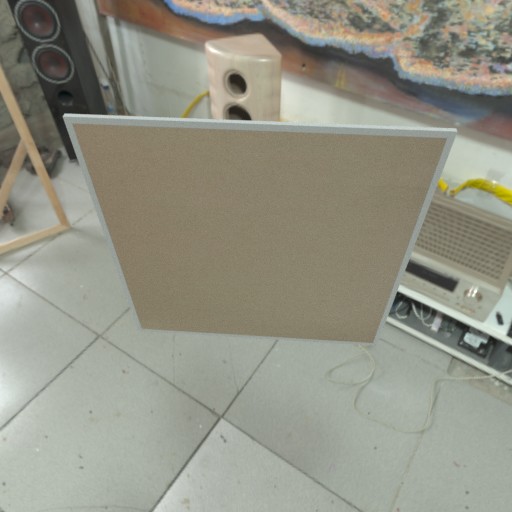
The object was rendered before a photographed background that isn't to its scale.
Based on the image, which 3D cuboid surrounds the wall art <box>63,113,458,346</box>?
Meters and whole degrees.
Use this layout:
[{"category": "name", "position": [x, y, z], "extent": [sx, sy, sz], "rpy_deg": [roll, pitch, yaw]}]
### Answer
[{"category": "wall art", "position": [0.000, 0.000, 0.680], "extent": [0.456, 0.456, 0.007], "rpy_deg": [3, 47, 3]}]
